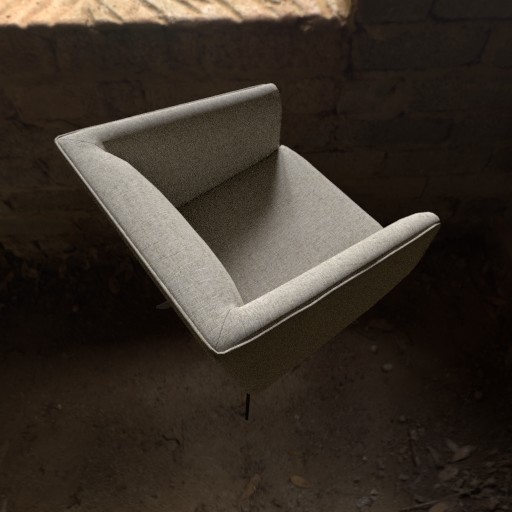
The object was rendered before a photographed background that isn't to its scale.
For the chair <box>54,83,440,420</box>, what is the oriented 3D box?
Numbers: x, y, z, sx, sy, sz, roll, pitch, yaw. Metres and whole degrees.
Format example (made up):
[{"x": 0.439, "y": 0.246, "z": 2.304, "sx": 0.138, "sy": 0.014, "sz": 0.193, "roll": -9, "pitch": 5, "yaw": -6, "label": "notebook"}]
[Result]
[{"x": 0.000, "y": 0.000, "z": 1.218, "sx": 0.623, "sy": 0.760, "sz": 0.628, "roll": -33, "pitch": 63, "yaw": -19, "label": "chair"}]
